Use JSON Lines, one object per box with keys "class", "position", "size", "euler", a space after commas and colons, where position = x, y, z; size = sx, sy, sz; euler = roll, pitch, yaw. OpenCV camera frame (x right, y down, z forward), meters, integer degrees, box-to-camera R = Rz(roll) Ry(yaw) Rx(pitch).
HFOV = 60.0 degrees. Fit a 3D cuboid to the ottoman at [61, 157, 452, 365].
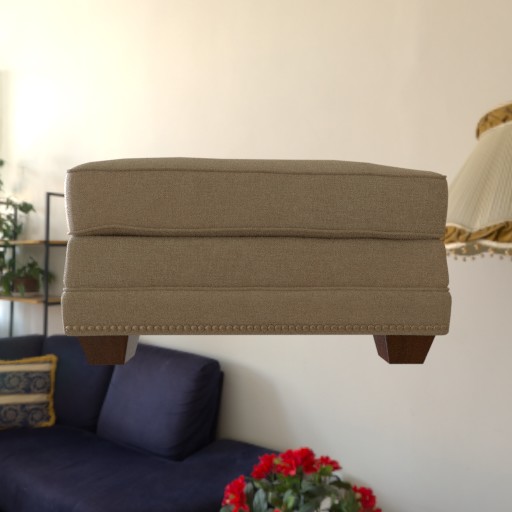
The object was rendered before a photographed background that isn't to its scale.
{"class": "ottoman", "position": [0.000, 0.000, 1.157], "size": [0.813, 0.458, 0.559], "euler": [0, 0, -1]}
